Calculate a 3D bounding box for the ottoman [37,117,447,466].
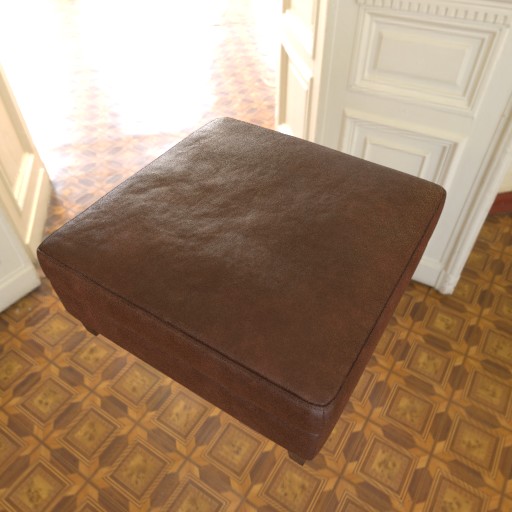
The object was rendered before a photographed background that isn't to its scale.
[{"bbox_3d":[0.000,0.000,1.299,0.836,0.415,0.844,24,50,22],"label":"ottoman"}]
